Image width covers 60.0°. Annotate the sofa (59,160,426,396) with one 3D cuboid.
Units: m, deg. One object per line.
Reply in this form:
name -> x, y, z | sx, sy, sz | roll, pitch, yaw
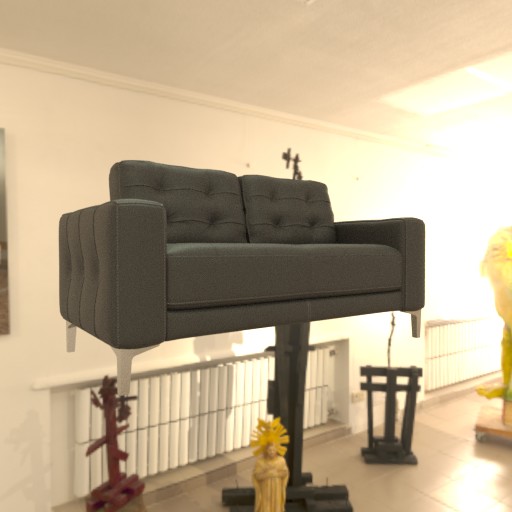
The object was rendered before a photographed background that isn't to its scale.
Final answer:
sofa -> 0.000, 0.000, 2.242 | 1.726, 0.893, 0.833 | -1, 1, -35
